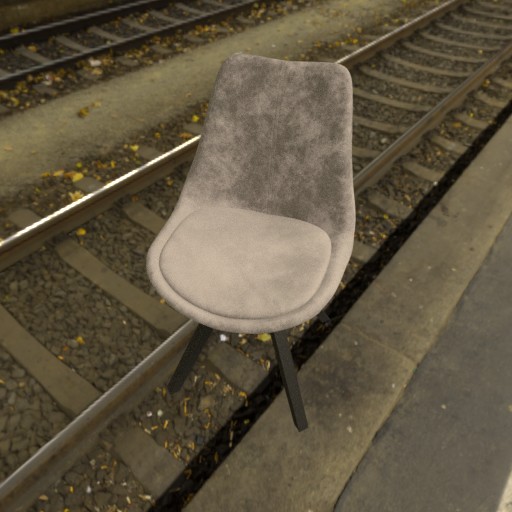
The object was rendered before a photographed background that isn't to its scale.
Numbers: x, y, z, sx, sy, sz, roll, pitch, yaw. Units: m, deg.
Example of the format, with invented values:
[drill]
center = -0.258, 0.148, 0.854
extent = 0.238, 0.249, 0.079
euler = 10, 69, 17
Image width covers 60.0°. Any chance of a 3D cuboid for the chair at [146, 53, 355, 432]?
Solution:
[chair]
center = 0.000, 0.000, 1.178
extent = 0.485, 0.850, 0.550
euler = 12, 44, 13
